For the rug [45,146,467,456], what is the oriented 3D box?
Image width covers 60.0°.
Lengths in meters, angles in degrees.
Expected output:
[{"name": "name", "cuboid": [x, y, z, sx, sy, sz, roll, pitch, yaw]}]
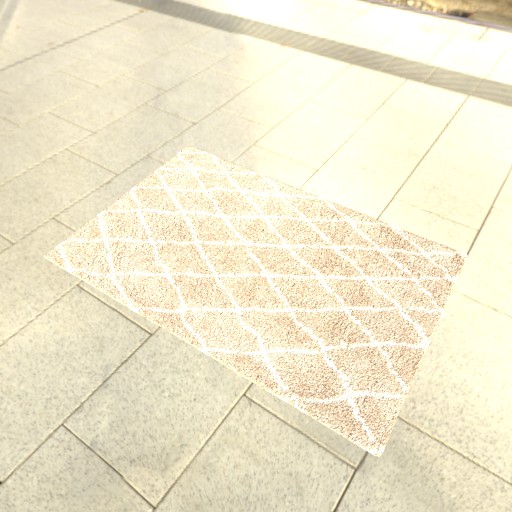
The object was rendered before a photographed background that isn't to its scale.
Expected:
[{"name": "rug", "cuboid": [0.000, 0.000, 3.413, 2.743, 0.030, 1.778, 25, 52, 21]}]
